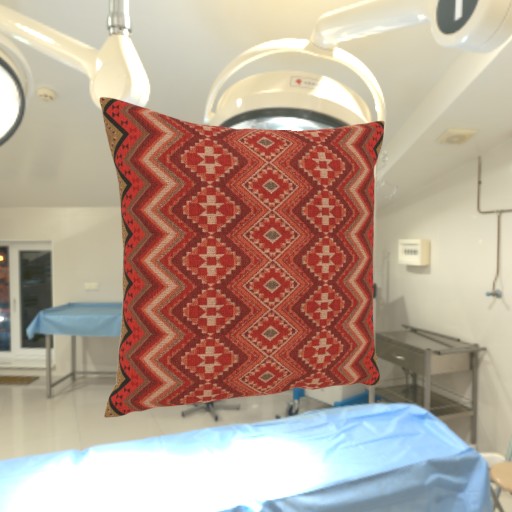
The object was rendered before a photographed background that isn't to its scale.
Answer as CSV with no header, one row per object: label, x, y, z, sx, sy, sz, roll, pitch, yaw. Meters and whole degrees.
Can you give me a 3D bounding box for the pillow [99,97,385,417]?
pillow,0.000,0.000,0.780,0.513,0.511,0.158,-1,2,-18
